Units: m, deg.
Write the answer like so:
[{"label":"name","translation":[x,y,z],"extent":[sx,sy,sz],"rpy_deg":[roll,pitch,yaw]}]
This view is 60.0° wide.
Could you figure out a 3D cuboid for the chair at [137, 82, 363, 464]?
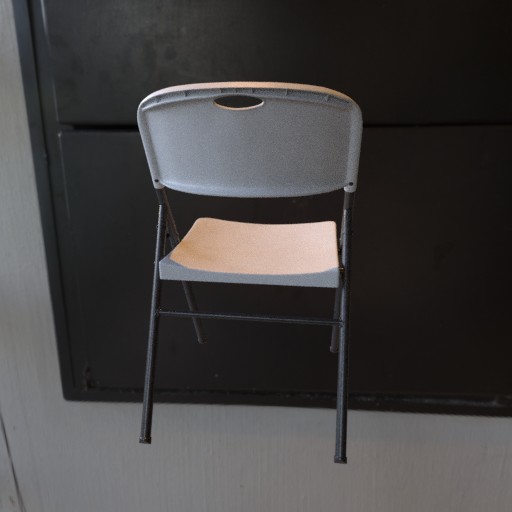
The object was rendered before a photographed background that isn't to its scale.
[{"label":"chair","translation":[0.000,0.000,1.175],"extent":[0.494,0.810,0.566],"rpy_deg":[2,16,8]}]
